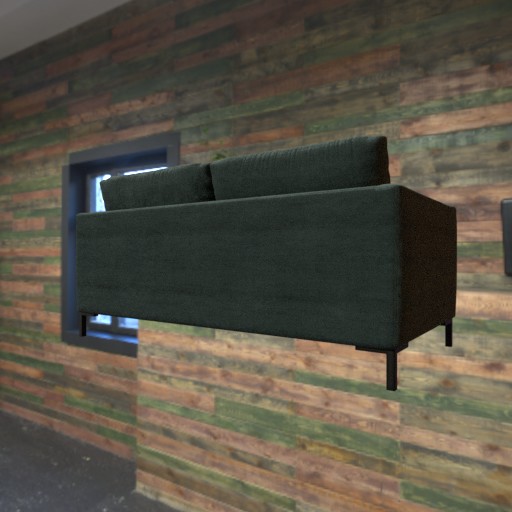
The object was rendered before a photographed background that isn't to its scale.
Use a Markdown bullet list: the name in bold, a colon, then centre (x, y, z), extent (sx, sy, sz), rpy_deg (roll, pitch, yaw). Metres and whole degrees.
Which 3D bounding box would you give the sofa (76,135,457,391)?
- **sofa**: centre (0.000, 0.000, 2.138), extent (1.676, 0.817, 0.875), rpy_deg (0, 0, 35)
